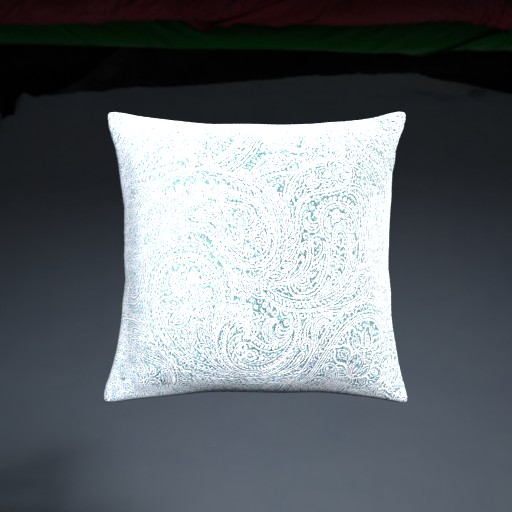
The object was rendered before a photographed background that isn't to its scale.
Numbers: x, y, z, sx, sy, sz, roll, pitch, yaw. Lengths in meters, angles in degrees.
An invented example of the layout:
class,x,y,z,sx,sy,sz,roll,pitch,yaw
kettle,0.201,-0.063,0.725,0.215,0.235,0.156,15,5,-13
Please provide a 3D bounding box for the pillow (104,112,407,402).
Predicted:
class,x,y,z,sx,sy,sz,roll,pitch,yaw
pillow,0.000,0.000,0.775,0.526,0.507,0.166,0,0,0
